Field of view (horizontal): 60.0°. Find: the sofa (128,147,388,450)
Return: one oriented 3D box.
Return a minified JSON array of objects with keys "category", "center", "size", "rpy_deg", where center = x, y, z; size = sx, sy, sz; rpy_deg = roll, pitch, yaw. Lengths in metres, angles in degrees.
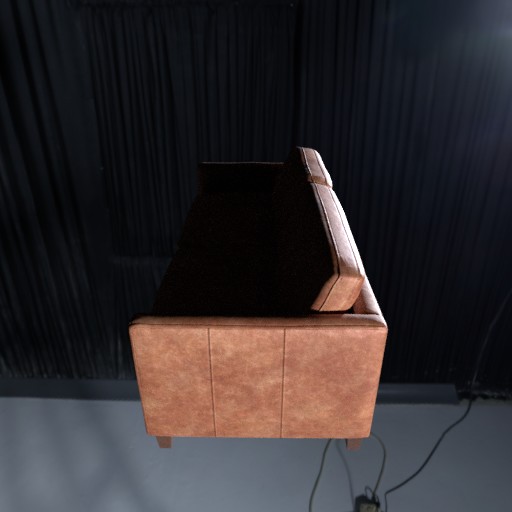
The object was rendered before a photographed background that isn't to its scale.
[{"category":"sofa","center":[0.000,0.000,2.464],"size":[0.923,0.863,1.971],"rpy_deg":[0,28,1]}]
